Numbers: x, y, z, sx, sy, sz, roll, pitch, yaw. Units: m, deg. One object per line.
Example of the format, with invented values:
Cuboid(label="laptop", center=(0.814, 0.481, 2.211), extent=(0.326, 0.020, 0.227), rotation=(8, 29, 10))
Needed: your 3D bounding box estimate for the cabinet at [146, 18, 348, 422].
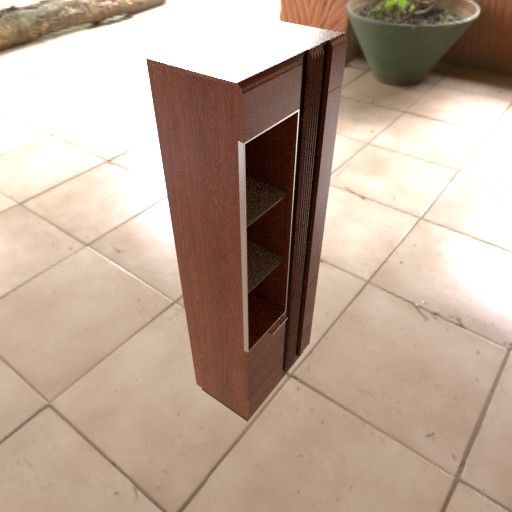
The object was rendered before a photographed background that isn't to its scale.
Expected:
Cuboid(label="cabinet", center=(0.000, 0.000, 2.223), extent=(0.420, 1.980, 0.660), rotation=(26, 47, 27))
